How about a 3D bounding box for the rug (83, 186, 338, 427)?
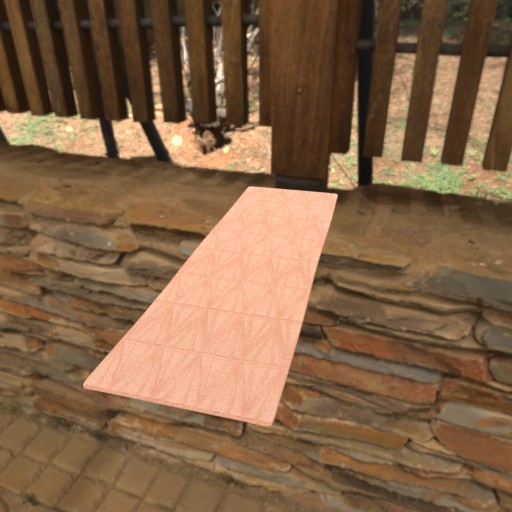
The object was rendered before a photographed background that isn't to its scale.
[{"bbox_3d":[0.000,0.000,2.659,0.760,0.015,2.435,7,28,13],"label":"rug"}]
